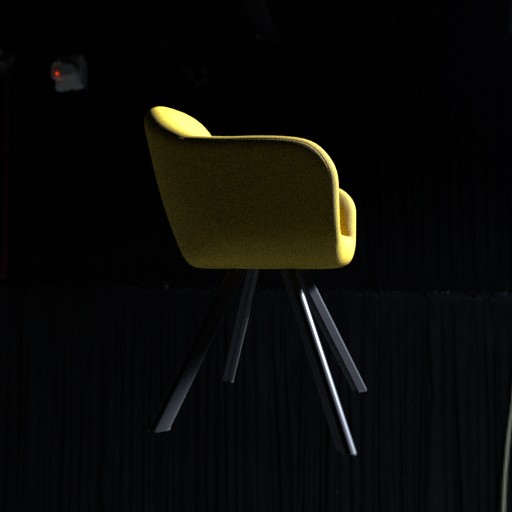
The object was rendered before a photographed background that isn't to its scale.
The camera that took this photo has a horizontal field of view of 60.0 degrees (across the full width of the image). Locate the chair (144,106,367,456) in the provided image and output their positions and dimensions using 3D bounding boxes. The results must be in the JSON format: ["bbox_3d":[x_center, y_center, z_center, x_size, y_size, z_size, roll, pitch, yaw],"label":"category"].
[{"bbox_3d":[0.000,0.000,1.182,0.550,0.795,0.590,0,-1,16],"label":"chair"}]
